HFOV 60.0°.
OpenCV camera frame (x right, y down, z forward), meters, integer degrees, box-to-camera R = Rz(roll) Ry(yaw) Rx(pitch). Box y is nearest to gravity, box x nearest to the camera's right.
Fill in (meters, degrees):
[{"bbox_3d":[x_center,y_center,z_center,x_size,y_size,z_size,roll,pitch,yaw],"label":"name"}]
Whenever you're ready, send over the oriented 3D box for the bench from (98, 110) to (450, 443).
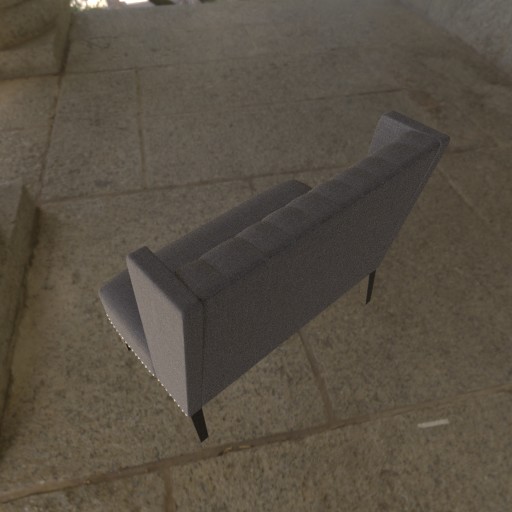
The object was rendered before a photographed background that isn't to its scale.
[{"bbox_3d":[0.000,0.000,2.027,1.276,1.121,0.842,-33,55,-27],"label":"bench"}]
